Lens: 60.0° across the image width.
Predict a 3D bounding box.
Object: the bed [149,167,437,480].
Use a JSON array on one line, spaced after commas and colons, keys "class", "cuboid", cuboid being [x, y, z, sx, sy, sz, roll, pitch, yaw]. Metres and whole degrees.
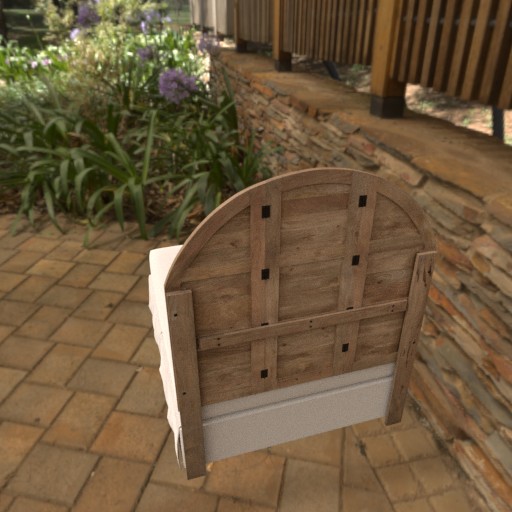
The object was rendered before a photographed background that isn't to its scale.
[{"class": "bed", "cuboid": [0.000, 0.000, 3.524, 1.713, 2.002, 2.112, -8, 29, -15]}]
